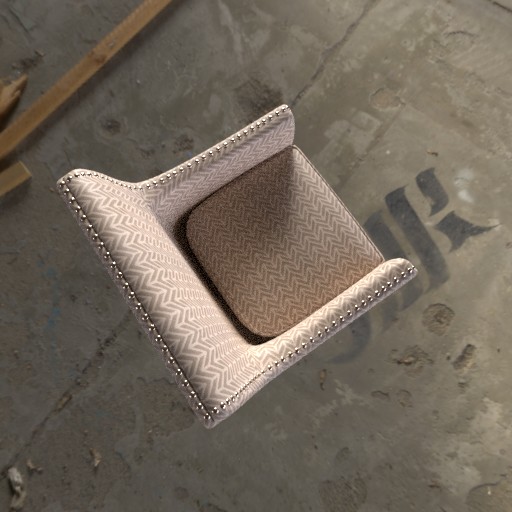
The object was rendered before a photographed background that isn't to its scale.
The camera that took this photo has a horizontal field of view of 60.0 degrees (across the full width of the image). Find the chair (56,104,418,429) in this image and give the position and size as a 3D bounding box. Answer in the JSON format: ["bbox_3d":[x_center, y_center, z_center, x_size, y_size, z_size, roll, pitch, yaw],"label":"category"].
[{"bbox_3d":[0.000,0.000,1.309,0.651,0.816,0.623,-34,78,-8],"label":"chair"}]
